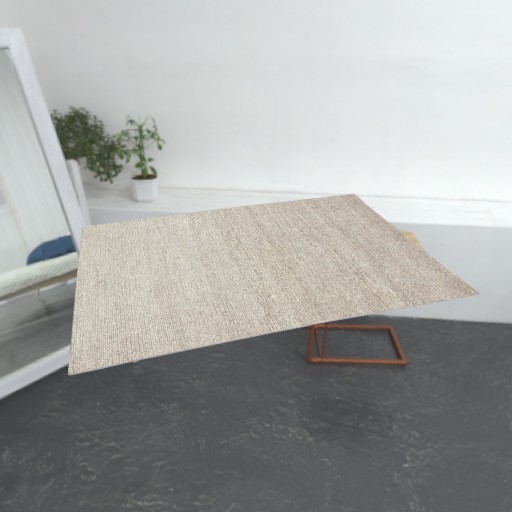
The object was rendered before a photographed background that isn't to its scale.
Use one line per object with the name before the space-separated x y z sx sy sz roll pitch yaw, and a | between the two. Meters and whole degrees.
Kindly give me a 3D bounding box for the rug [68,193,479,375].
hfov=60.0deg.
rug | 0.000 0.000 3.048 2.342 0.030 1.609 -8 32 -14
